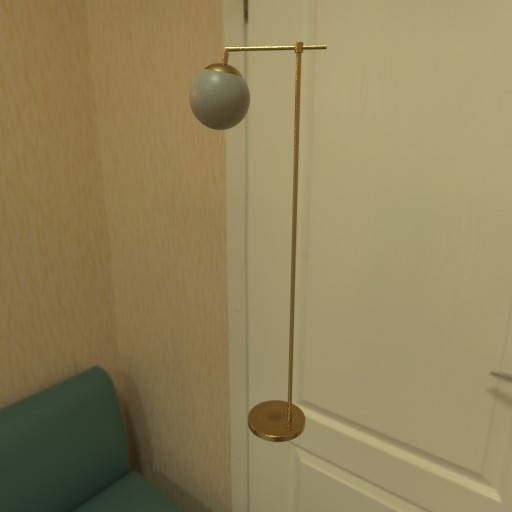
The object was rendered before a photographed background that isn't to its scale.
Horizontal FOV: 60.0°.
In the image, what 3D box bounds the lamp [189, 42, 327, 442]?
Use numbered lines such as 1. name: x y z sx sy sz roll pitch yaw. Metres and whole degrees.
1. lamp: 0.000 0.000 1.721 0.476 1.505 0.249 2 17 8
